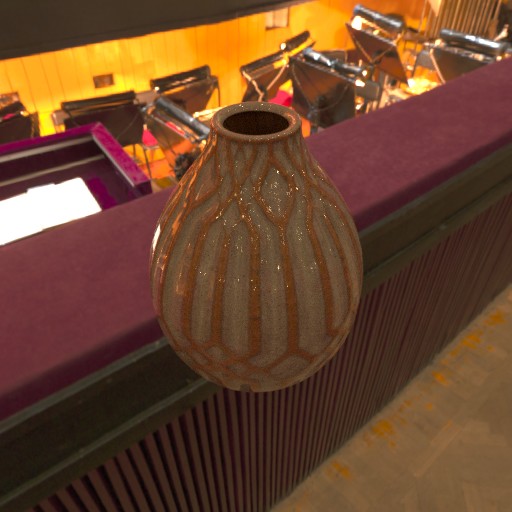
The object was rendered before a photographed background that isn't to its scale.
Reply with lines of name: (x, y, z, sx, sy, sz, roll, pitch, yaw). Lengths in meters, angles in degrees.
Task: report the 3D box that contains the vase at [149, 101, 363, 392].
vase: (0.000, 0.000, 0.270, 0.131, 0.175, 0.131, 0, 41, 0)
